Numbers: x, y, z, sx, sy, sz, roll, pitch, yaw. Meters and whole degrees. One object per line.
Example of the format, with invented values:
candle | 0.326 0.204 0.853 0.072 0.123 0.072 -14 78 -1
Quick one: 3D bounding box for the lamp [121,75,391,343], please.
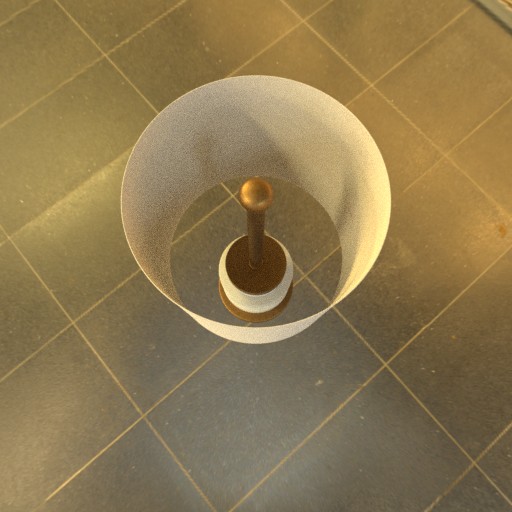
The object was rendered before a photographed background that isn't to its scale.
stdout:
lamp | 0.000 0.000 0.538 0.210 0.410 0.210 29 78 7
